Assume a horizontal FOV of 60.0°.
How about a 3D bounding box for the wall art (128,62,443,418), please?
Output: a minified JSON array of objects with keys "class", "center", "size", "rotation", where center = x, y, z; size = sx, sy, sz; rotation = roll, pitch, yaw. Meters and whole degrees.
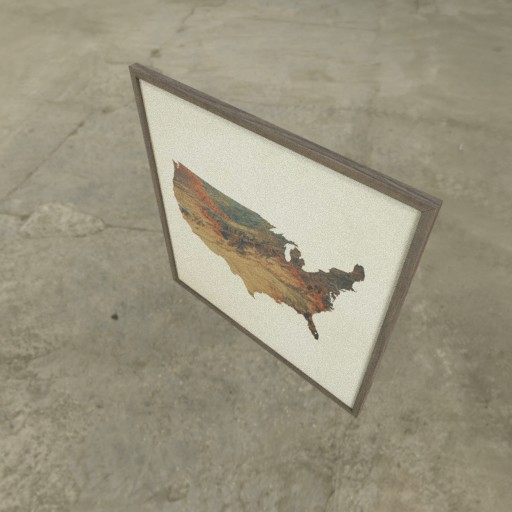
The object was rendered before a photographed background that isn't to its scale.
[{"class":"wall art","center":[0.000,0.000,0.754],"size":[0.508,0.507,0.016],"rotation":[33,55,27]}]
